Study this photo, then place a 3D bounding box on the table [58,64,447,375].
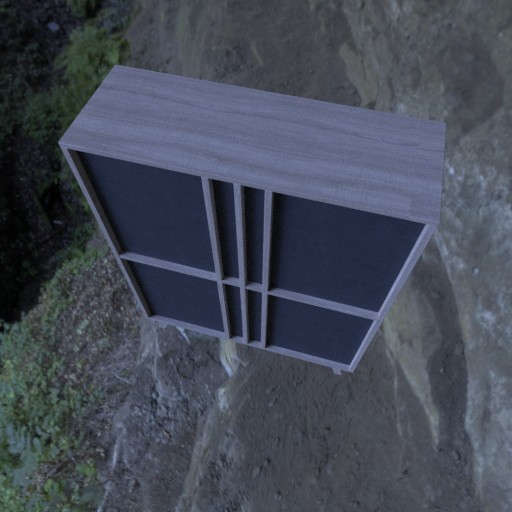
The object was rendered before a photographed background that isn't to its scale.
[{"bbox_3d":[0.000,0.000,1.926,1.111,1.388,0.398,13,58,8],"label":"table"}]
